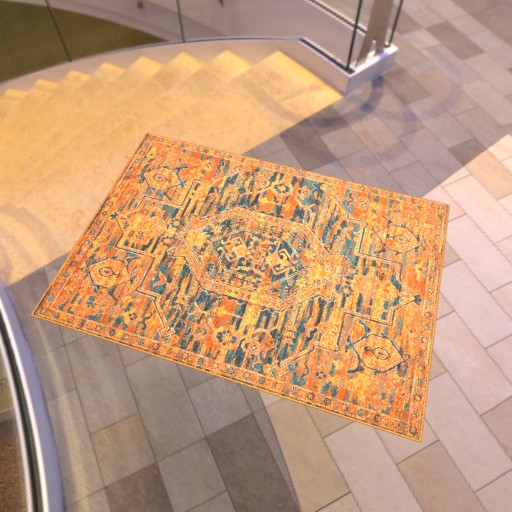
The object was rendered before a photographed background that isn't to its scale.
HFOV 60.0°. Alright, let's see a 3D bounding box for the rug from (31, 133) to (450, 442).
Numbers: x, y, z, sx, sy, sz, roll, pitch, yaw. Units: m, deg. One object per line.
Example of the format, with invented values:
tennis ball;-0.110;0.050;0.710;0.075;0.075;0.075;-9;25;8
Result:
rug;0.000;0.000;3.614;2.916;0.019;2.043;15;60;9
